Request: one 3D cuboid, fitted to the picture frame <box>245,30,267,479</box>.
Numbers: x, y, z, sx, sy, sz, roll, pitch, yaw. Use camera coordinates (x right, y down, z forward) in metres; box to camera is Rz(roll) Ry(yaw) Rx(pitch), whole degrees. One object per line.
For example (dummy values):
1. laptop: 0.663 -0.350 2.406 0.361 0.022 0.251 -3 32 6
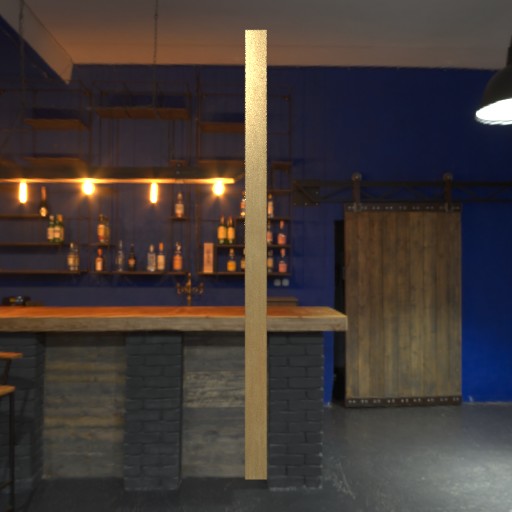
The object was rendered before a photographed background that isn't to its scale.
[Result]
1. picture frame: 0.000 0.000 1.128 0.037 0.761 0.758 0 -1 0
